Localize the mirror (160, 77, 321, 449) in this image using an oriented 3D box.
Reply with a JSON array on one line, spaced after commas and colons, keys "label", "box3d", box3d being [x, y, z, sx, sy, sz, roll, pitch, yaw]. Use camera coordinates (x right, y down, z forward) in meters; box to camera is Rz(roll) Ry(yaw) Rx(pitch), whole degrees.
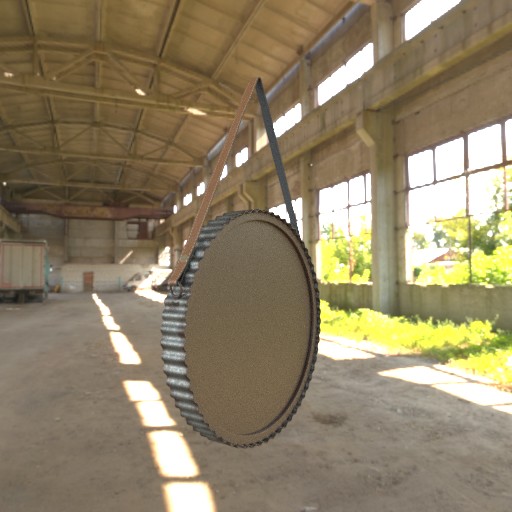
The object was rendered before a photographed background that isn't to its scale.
[{"label": "mirror", "box3d": [0.000, 0.000, 0.694, 0.042, 0.568, 0.355, -2, -3, 36]}]
